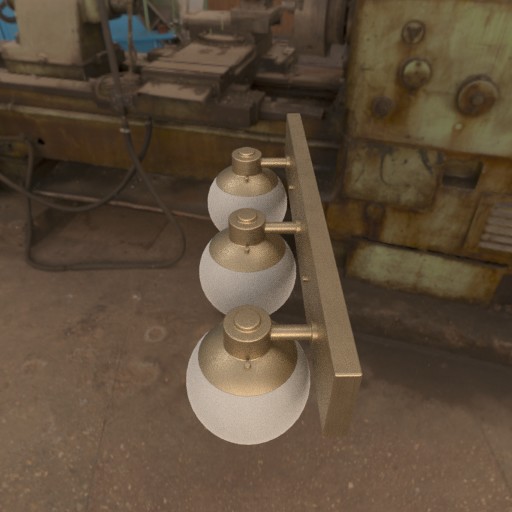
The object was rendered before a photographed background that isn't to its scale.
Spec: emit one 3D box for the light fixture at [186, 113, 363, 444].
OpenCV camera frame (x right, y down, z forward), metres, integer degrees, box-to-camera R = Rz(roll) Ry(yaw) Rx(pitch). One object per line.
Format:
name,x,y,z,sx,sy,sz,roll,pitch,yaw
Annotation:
light fixture,0.000,0.000,0.836,0.218,0.263,0.721,-1,40,-1
